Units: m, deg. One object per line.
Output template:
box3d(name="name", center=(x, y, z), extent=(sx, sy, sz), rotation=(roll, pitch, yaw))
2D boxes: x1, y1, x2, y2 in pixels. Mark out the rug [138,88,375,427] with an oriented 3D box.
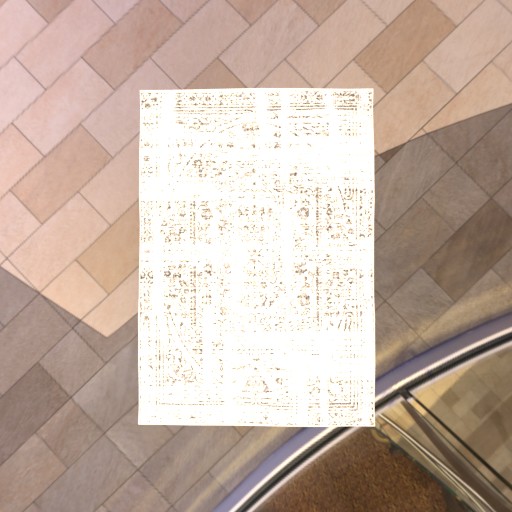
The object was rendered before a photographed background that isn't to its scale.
box3d(name="rug", center=(0.000, 0.000, 3.192), extent=(1.706, 0.026, 2.438), rotation=(0, 89, 1))
